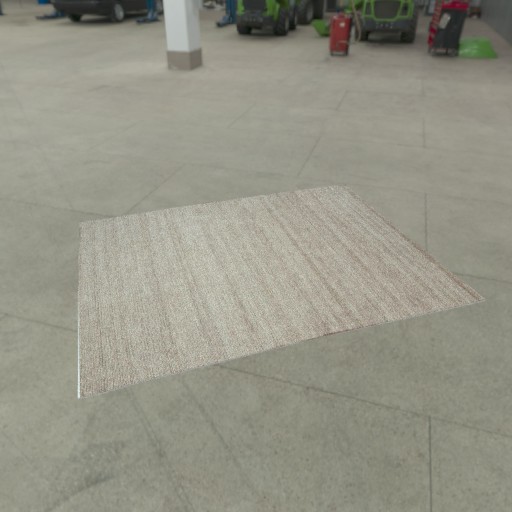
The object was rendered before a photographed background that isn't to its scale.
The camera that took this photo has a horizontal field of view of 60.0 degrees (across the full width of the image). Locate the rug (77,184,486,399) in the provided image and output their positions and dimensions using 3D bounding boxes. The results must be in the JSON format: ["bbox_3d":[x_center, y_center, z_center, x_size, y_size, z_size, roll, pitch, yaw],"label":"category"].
[{"bbox_3d":[0.000,0.000,4.201,3.202,0.045,2.434,-10,35,-15],"label":"rug"}]
